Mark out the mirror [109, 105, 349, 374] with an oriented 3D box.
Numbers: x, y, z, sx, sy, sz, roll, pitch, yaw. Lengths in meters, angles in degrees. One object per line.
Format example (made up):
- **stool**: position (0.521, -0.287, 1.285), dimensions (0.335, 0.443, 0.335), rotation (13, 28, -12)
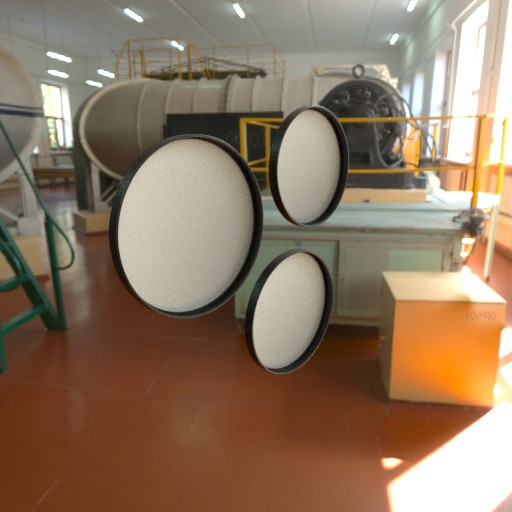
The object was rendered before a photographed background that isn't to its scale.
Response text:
- **mirror**: position (0.000, 0.000, 3.147), dimensions (0.076, 2.096, 2.160), rotation (13, 19, 43)
